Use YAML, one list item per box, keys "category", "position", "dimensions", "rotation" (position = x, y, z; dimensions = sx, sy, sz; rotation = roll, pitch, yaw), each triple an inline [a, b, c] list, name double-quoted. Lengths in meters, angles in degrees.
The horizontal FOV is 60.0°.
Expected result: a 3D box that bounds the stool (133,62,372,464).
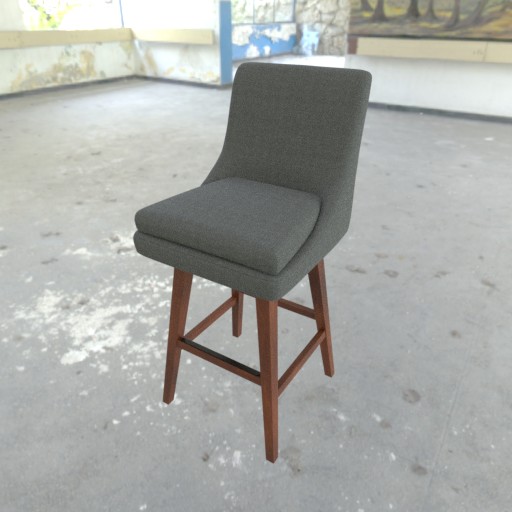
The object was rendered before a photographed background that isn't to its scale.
- category: "stool"
  position: [0.000, 0.000, 1.278]
  dimensions: [0.447, 0.977, 0.524]
  rotation: [17, 34, 28]
